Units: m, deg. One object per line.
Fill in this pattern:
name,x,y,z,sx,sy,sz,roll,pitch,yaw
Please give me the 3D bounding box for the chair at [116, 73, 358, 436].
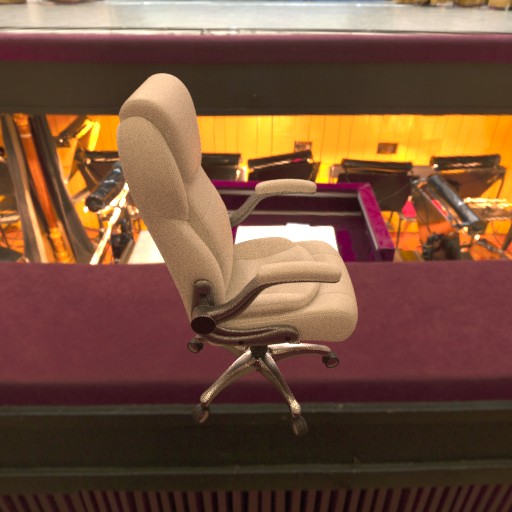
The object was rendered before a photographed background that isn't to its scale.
chair,0.000,0.000,1.782,0.806,1.330,0.755,0,33,0
